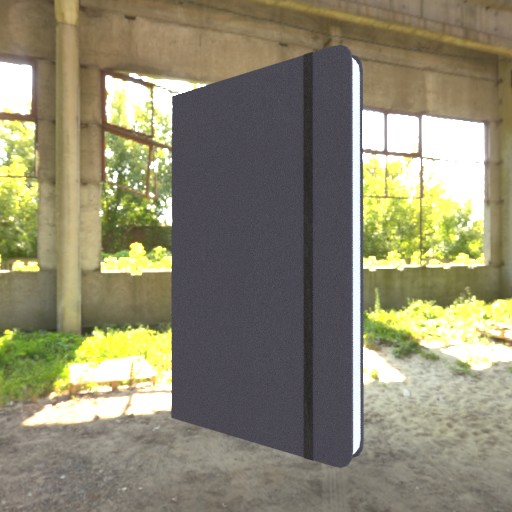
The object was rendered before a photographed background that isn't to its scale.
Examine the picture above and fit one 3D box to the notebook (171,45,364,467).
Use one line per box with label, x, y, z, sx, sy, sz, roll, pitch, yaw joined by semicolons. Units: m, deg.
notebook;0.000;0.000;0.261;0.127;0.213;0.016;0;-1;36
